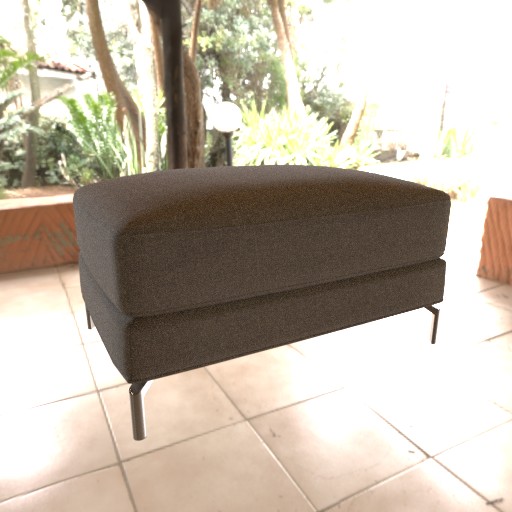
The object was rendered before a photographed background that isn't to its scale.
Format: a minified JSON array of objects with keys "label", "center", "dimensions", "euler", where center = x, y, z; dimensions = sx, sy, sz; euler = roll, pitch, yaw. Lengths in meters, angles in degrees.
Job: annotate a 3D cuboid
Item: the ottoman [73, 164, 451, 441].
[{"label":"ottoman","center":[0.000,0.000,1.170],"dimensions":[0.838,0.457,0.584],"euler":[-9,18,-27]}]
